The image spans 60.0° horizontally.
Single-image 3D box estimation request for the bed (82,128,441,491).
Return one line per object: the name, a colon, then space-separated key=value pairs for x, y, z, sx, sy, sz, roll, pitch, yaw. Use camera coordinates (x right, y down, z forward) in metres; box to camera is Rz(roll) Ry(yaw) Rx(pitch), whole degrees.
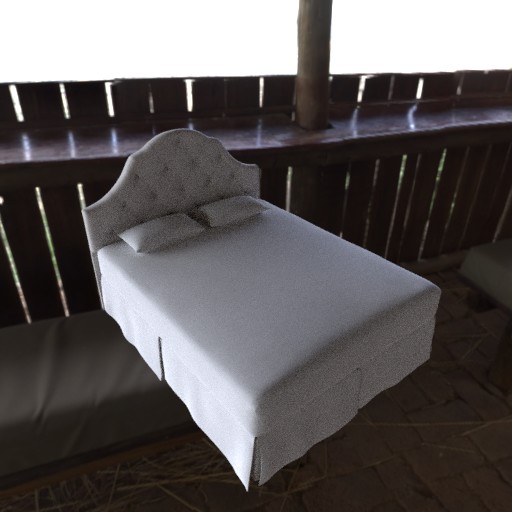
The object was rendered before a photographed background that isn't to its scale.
bed: x=0.000 y=0.000 z=3.722 sx=2.039 sy=1.617 sz=2.477 roll=-22 pitch=37 yaw=-33
